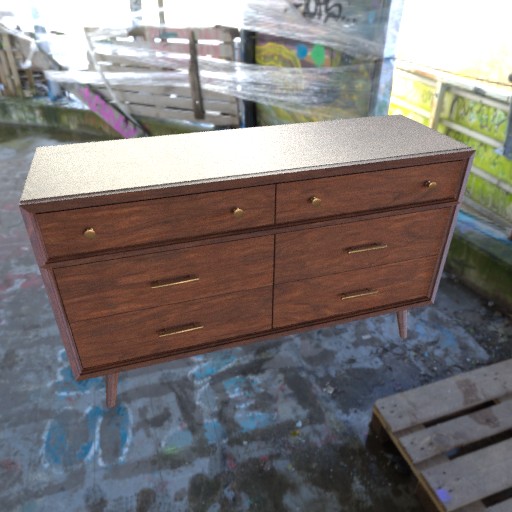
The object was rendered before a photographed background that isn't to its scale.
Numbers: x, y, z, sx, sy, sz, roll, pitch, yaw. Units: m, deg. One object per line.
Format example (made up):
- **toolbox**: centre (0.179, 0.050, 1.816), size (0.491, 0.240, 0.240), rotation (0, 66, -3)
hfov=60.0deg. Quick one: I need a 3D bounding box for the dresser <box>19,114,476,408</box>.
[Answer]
- **dresser**: centre (0.000, 0.000, 1.794), size (1.472, 0.889, 0.500), rotation (-9, 34, -14)
